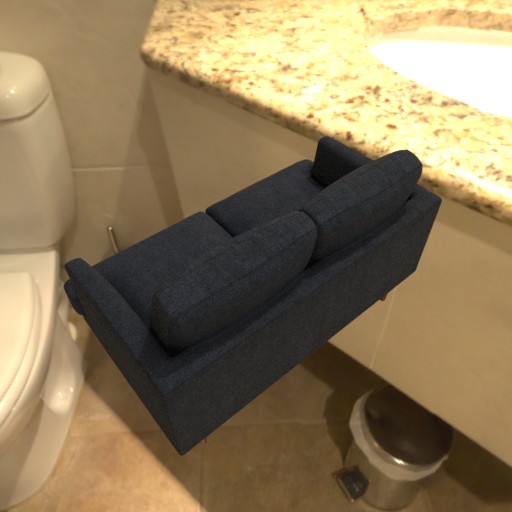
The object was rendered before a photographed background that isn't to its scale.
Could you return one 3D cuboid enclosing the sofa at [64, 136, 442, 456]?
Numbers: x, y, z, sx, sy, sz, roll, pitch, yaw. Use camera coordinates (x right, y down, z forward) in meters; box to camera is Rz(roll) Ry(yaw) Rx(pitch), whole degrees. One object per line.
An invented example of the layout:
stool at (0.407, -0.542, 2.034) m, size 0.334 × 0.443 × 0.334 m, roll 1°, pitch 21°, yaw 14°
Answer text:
sofa at (0.000, 0.000, 2.128) m, size 1.582 × 0.944 × 0.903 m, roll -31°, pitch 53°, yaw -27°
